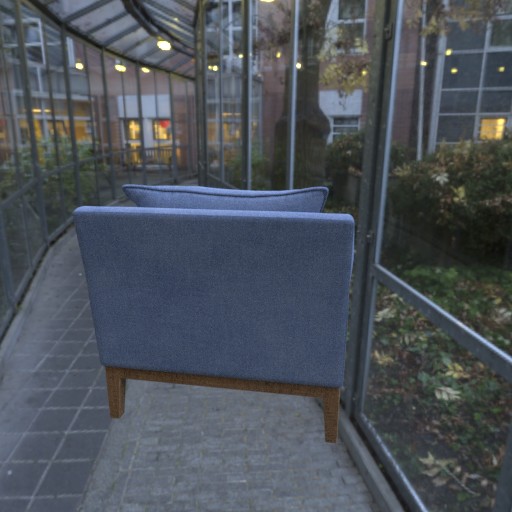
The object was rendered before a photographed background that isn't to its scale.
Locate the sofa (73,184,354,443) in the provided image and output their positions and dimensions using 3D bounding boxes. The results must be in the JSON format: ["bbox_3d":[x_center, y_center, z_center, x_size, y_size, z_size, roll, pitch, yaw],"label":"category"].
[{"bbox_3d":[0.000,0.000,2.270,0.904,0.883,1.779,3,16,9],"label":"sofa"}]
